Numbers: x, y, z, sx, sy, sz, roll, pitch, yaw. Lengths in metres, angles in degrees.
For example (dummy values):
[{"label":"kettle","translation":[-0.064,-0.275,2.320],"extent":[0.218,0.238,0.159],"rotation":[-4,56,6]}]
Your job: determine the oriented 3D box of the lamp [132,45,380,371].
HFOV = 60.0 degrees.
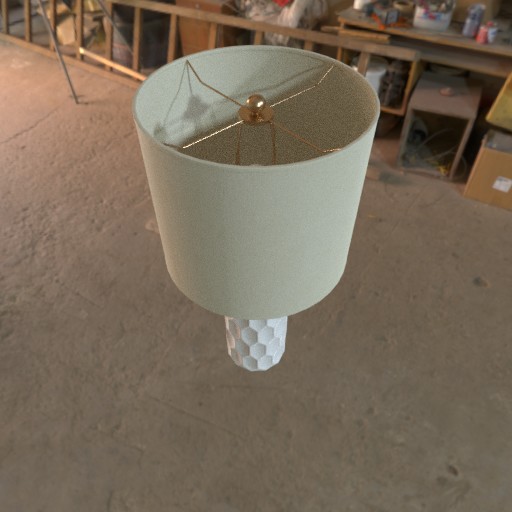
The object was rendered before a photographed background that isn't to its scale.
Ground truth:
[{"label":"lamp","translation":[0.000,0.000,0.699],"extent":[0.277,0.537,0.277],"rotation":[-3,47,-2]}]
